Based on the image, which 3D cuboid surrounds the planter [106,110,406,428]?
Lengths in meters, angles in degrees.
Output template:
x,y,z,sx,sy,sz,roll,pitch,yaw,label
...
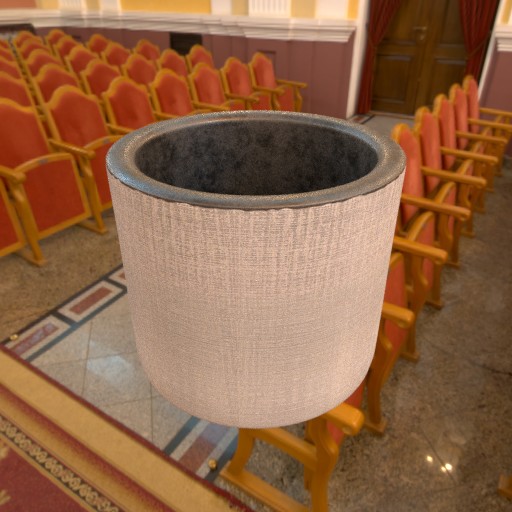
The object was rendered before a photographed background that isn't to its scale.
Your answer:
x,y,z,sx,sy,sz,roll,pitch,yaw,label
0.000,0.000,0.217,0.125,0.112,0.125,0,31,0,planter
